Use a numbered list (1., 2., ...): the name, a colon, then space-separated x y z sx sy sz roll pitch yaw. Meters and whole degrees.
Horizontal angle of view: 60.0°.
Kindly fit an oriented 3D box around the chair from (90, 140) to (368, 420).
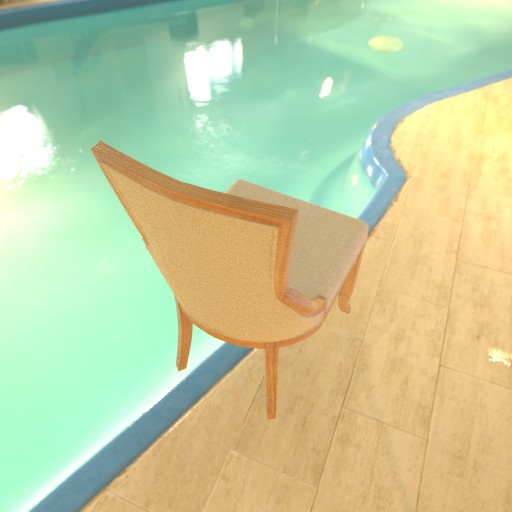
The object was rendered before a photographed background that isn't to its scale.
1. chair: 0.000 0.000 1.343 0.524 0.947 0.641 22 50 19
